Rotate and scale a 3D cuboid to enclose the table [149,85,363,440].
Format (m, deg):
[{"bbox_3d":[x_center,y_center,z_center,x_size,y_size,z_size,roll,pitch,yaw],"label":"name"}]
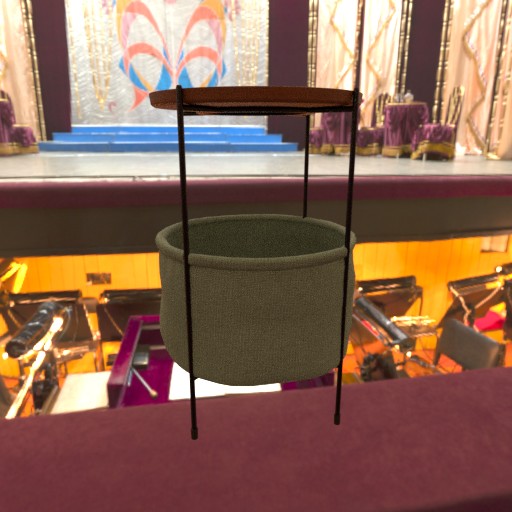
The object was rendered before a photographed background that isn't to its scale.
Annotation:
[{"bbox_3d":[0.000,0.000,0.903,0.400,0.623,0.400,-3,16,-9],"label":"table"}]
